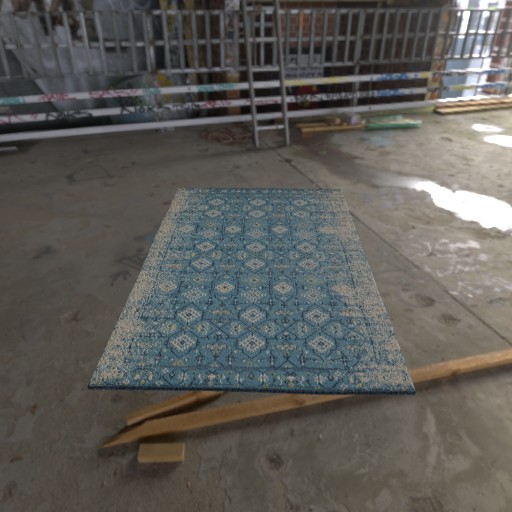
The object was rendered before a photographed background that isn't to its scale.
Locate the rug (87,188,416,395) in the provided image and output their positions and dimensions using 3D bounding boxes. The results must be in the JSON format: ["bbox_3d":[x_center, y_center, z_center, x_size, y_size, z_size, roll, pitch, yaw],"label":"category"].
[{"bbox_3d":[0.000,0.000,3.080,1.530,0.015,2.449,1,31,1],"label":"rug"}]
